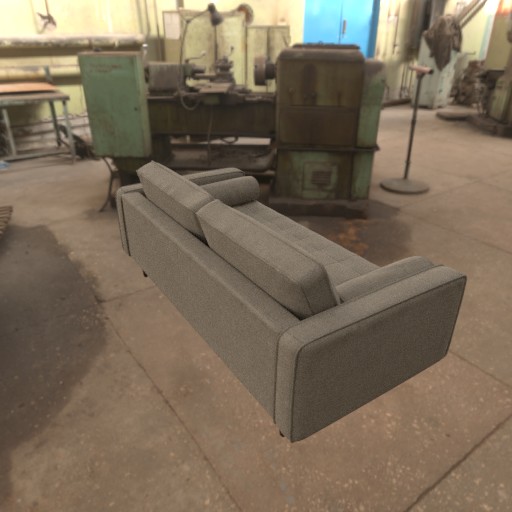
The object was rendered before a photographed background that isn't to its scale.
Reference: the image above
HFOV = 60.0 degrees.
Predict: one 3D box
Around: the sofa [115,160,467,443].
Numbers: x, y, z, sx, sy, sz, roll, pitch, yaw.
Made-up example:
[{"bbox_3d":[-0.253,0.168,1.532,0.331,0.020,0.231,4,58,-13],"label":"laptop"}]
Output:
[{"bbox_3d":[0.000,0.000,2.374,0.914,0.762,1.879,-17,32,-29],"label":"sofa"}]
